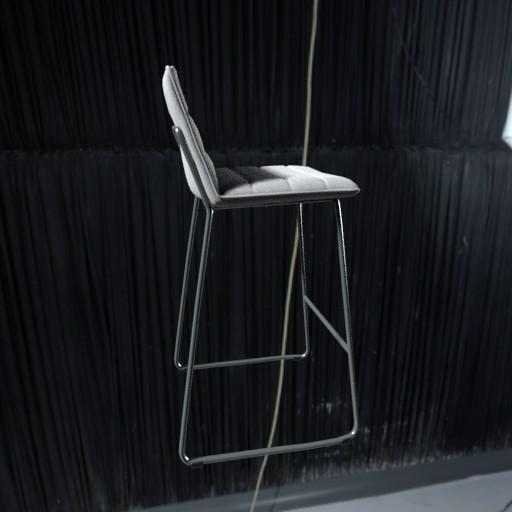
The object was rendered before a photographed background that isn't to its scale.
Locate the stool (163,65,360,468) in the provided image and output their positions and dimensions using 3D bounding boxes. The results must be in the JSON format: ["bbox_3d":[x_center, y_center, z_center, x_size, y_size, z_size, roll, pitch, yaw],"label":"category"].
[{"bbox_3d":[0.000,0.000,1.261,0.490,0.960,0.490,-3,17,-11],"label":"stool"}]
